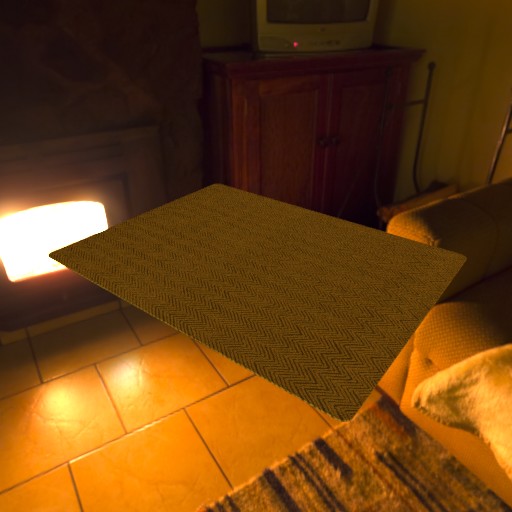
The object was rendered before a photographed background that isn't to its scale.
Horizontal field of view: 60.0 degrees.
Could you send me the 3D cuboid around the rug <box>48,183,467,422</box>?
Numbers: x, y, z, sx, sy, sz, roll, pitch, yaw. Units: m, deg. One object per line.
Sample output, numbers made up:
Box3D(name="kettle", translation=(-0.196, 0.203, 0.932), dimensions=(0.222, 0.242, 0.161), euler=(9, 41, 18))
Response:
Box3D(name="rug", translation=(0.000, 0.000, 4.217), dimensions=(3.207, 0.014, 2.439), euler=(21, 36, 32))
